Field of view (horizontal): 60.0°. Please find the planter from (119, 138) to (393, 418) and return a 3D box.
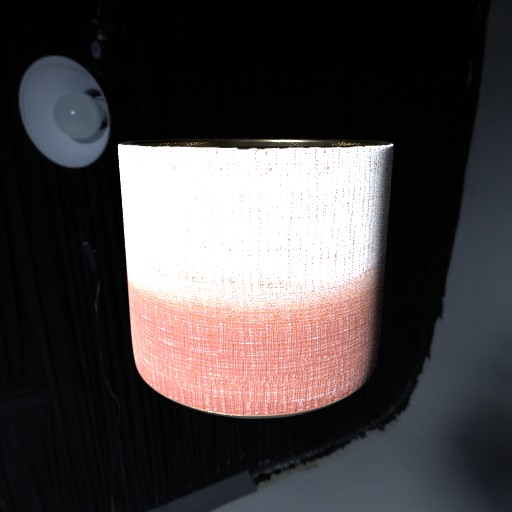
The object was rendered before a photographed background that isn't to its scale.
[{"bbox_3d":[0.000,0.000,0.314,0.178,0.157,0.178,0,16,0],"label":"planter"}]
